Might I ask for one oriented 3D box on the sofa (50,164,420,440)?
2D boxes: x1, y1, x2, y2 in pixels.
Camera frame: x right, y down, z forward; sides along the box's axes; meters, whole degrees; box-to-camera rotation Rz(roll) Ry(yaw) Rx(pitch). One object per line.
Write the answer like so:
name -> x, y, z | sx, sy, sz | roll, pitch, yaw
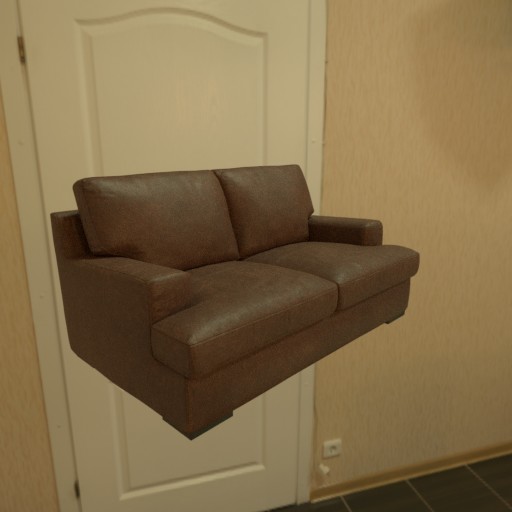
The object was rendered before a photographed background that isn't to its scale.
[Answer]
sofa -> 0.000, 0.000, 2.516 | 1.143, 0.939, 1.880 | 14, 20, 42
